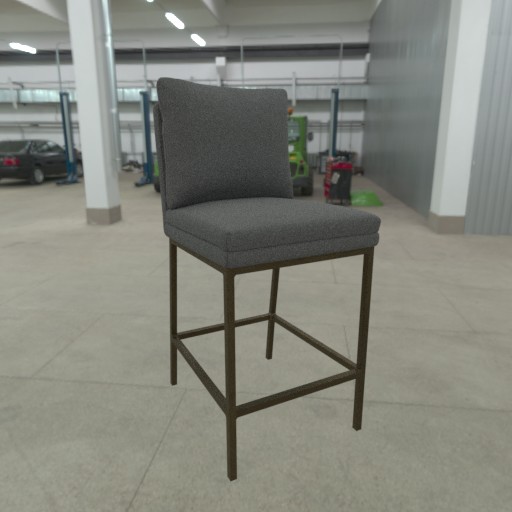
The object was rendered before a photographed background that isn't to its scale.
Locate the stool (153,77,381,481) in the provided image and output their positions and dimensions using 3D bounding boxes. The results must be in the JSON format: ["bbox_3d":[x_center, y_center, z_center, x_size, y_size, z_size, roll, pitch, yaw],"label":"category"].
[{"bbox_3d":[0.000,0.000,1.347,0.463,1.030,0.569,-8,17,-28],"label":"stool"}]
